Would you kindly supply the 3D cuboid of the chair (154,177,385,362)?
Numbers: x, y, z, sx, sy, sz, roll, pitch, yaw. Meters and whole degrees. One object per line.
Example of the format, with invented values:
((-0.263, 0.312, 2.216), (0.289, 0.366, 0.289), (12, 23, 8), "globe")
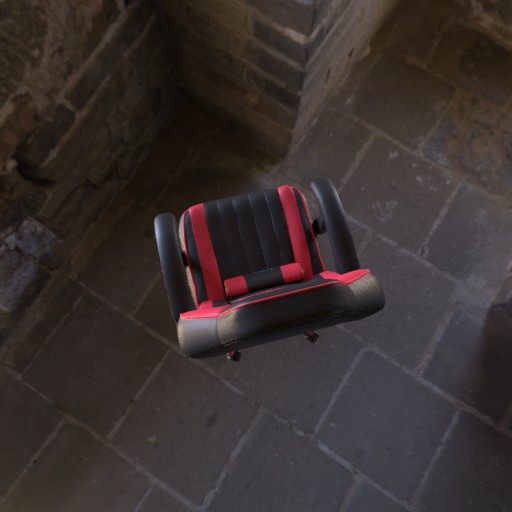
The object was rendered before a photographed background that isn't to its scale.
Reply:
((0.000, 0.000, 1.618), (0.700, 1.220, 0.700), (-14, 74, -4), "chair")
